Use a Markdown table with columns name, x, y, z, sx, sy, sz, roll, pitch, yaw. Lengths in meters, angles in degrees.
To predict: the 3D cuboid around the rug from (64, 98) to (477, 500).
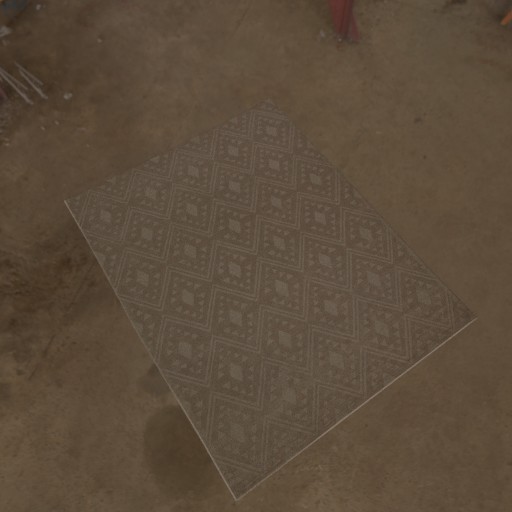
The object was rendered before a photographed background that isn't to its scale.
| name | x | y | z | sx | sy | sz | roll | pitch | yaw |
| --- | --- | --- | --- | --- | --- | --- | --- | --- | --- |
| rug | 0.000 | 0.000 | 3.939 | 2.399 | 0.054 | 3.011 | -31 | 67 | -15 |
